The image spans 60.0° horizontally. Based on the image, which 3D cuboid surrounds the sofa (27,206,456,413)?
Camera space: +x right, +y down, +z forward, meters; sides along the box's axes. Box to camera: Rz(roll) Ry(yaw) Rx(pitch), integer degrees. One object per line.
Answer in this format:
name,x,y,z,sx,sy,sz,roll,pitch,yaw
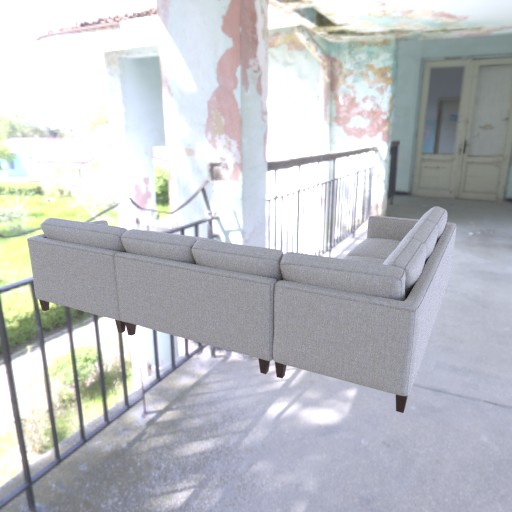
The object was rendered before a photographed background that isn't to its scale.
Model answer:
sofa,0.000,0.000,4.357,3.403,0.889,2.551,9,19,27
